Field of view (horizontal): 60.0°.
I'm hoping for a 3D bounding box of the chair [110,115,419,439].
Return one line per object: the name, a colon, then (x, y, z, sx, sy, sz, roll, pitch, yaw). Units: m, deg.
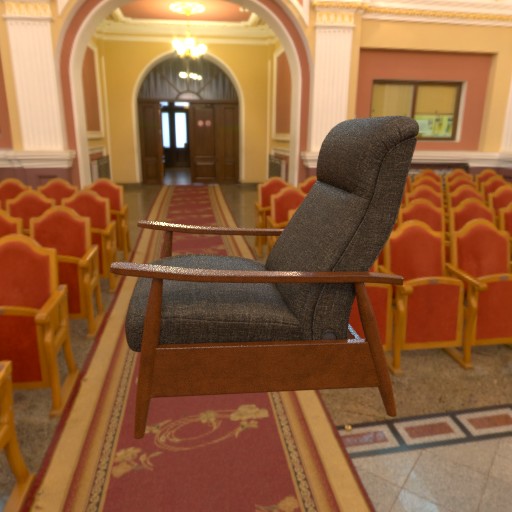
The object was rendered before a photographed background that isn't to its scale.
chair: (0.000, 0.000, 1.806, 1.014, 1.082, 0.762, -2, 16, -7)
